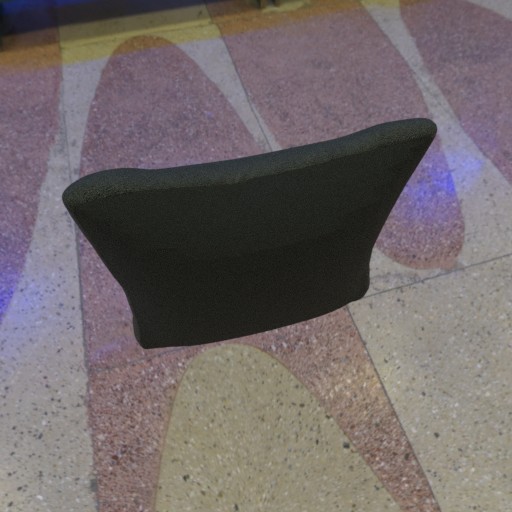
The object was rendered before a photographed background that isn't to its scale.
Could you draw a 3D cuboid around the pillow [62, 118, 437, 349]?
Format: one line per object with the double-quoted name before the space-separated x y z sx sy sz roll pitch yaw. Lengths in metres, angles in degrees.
"pillow" 0.000 0.000 0.801 0.533 0.523 0.210 -13 58 -8
